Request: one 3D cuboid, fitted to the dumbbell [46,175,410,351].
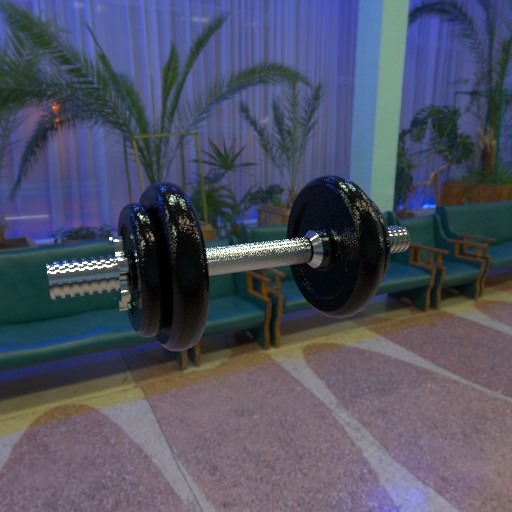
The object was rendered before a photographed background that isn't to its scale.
[{"bbox_3d":[0.000,0.000,0.582,0.497,0.202,0.202,-7,16,-25],"label":"dumbbell"}]
